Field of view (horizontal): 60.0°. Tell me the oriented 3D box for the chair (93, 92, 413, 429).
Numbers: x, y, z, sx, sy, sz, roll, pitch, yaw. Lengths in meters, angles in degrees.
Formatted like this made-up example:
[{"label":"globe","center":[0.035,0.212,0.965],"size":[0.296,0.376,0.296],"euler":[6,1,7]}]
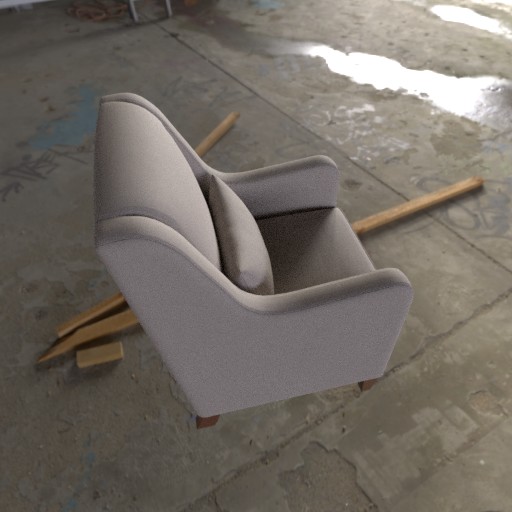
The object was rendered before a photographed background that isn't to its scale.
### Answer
[{"label":"chair","center":[0.000,0.000,1.560],"size":[0.863,1.010,0.715],"euler":[-9,46,-9]}]
